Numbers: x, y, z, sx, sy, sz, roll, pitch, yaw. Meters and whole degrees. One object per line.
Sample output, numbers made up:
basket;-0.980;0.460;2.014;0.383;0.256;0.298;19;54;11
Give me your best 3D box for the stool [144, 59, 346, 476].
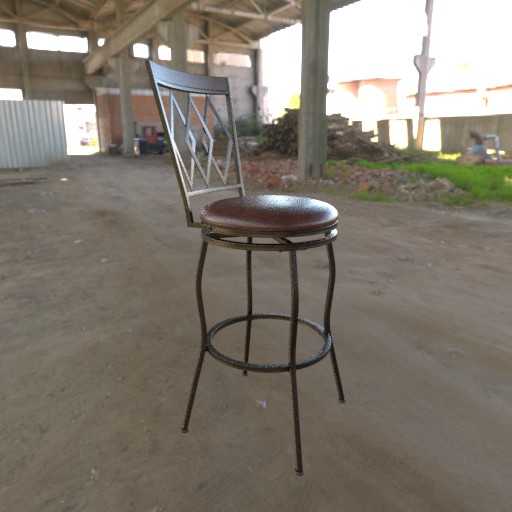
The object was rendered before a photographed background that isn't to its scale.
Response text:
stool;0.000;0.000;1.412;0.521;1.134;0.432;8;17;27
